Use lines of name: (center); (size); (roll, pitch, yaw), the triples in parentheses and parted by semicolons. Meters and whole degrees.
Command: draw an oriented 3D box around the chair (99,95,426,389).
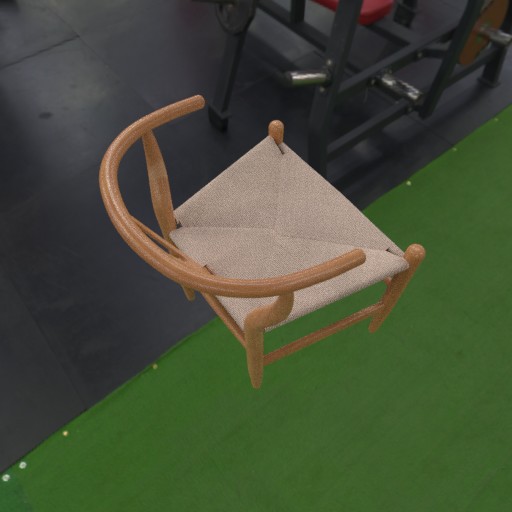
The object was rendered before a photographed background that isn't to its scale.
chair: (0.000, 0.000, 1.139); (0.579, 0.730, 0.569); (-32, 63, -19)
